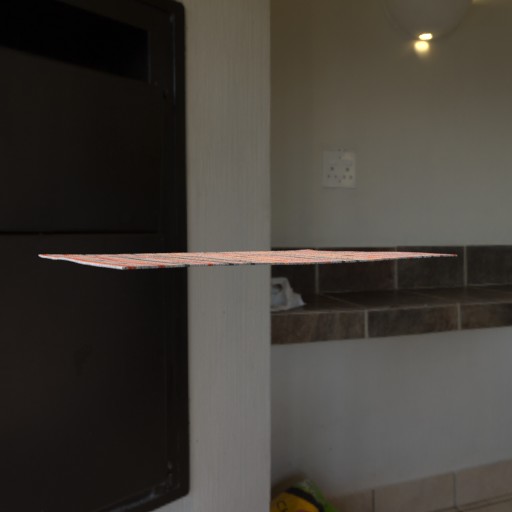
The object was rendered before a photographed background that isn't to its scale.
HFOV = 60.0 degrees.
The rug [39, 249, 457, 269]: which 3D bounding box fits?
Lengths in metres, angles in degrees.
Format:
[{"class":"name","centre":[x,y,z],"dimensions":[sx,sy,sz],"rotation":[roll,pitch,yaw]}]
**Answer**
[{"class":"rug","centre":[0.000,0.000,3.032],"dimensions":[2.439,0.029,1.537],"rotation":[-2,3,-37]}]
